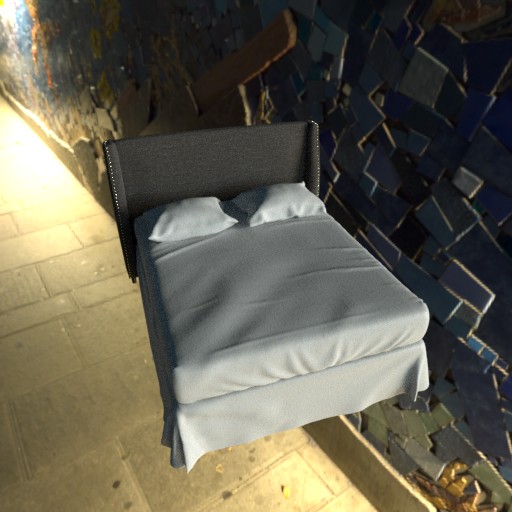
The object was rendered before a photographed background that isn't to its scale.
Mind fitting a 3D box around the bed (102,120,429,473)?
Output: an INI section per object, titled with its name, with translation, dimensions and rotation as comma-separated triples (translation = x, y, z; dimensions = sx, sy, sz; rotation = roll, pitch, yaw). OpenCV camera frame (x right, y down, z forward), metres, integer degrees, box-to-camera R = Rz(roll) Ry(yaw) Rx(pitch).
[bed]
translation = 0.000, 0.000, 3.348
dimensions = 1.925, 1.332, 2.276
rotation = -10, 34, -16
